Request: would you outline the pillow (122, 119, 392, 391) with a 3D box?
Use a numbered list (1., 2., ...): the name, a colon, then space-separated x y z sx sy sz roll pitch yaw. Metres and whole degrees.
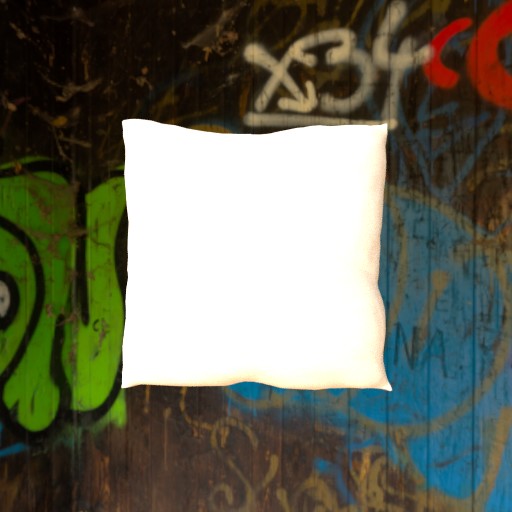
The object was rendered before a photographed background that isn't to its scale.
1. pillow: 0.000 0.000 0.728 0.450 0.448 0.245 0 1 0
